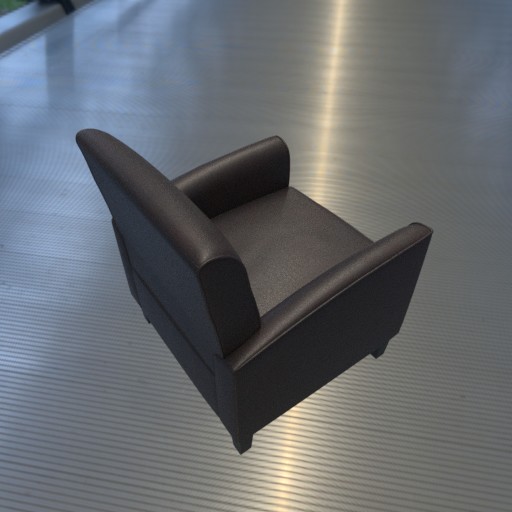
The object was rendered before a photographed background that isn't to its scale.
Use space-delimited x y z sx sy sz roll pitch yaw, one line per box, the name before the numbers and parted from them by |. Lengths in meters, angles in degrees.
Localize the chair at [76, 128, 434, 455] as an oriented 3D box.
chair | 0.000 0.000 1.570 0.819 0.916 0.820 -26 47 -26
